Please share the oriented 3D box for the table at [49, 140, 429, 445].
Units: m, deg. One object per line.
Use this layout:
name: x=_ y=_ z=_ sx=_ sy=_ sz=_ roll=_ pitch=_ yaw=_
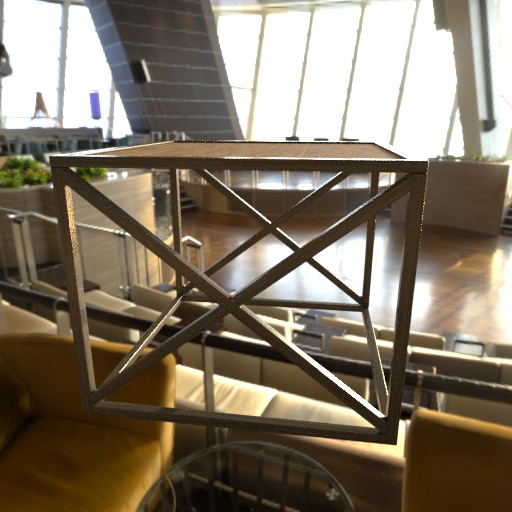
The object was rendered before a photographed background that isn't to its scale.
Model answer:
table: x=0.000 y=0.000 z=1.061 sx=0.611 sy=0.507 sz=0.609 roll=3 pitch=17 yaw=8
